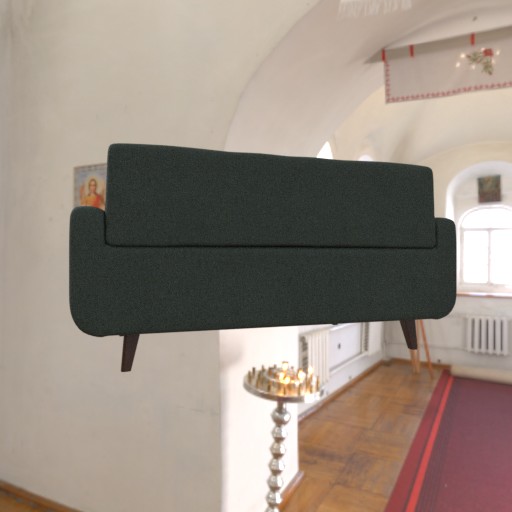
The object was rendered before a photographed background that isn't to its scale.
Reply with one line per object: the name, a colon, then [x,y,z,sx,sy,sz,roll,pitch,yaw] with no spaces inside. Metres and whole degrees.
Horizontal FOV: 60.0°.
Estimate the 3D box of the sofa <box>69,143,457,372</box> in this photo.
sofa: [0.000,0.000,2.182,1.631,0.841,0.909,0,0,-18]
